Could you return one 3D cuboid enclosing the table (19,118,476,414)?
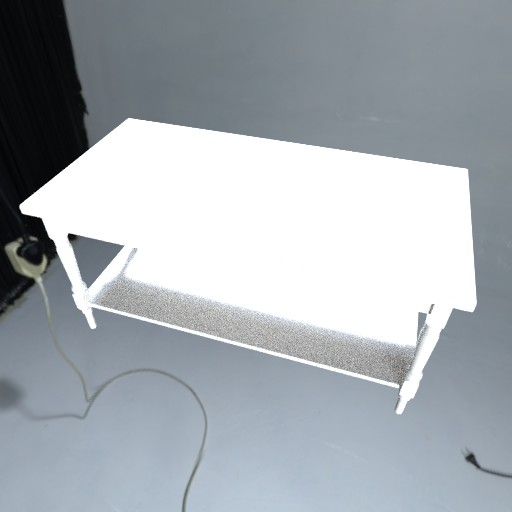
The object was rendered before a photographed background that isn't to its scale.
[{"bbox_3d":[0.000,0.000,1.377,1.107,0.510,0.550,12,43,13],"label":"table"}]
